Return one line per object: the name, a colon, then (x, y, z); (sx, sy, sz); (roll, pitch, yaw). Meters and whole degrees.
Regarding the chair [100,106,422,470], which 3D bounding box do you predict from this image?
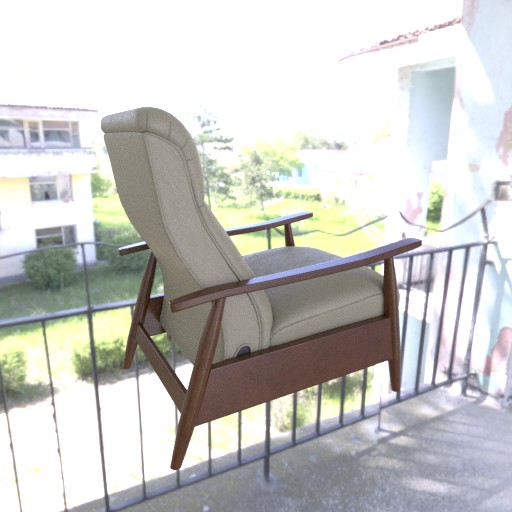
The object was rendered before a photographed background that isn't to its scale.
chair: (0.000, 0.000, 1.764); (1.014, 1.082, 0.762); (-8, 17, -27)
